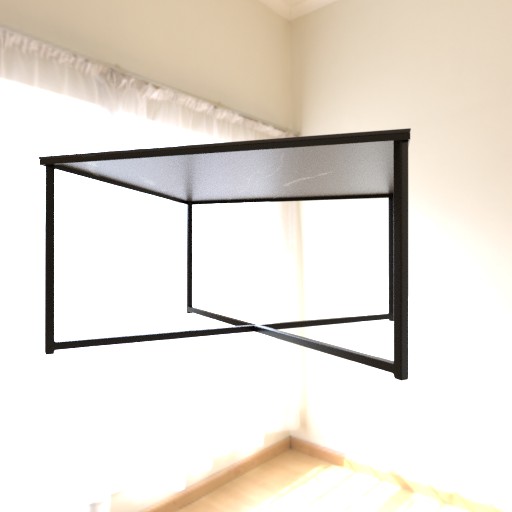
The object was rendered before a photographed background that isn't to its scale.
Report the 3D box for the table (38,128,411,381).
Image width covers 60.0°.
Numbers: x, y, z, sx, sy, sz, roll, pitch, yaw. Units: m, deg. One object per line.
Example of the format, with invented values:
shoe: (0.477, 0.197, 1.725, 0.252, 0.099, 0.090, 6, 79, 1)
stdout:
table: (0.000, 0.000, 1.279, 0.800, 0.450, 0.800, 0, 0, 16)
